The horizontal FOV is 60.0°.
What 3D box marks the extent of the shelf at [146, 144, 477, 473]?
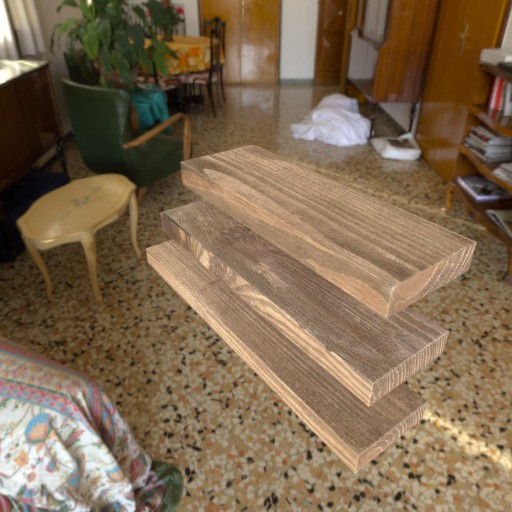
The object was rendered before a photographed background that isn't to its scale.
[{"bbox_3d":[0.000,0.000,0.726,0.140,0.293,0.610,-22,38,-30],"label":"shelf"}]
